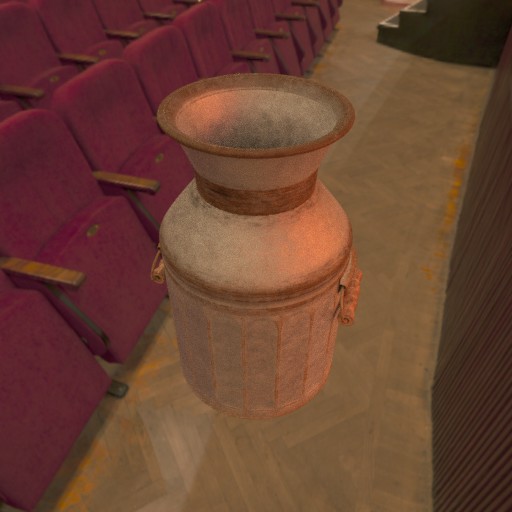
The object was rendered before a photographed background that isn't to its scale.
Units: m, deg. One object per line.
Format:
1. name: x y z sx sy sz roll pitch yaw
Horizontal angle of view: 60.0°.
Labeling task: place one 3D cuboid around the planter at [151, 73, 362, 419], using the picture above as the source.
1. planter: 0.000 0.000 0.516 0.248 0.358 0.215 11 42 13
